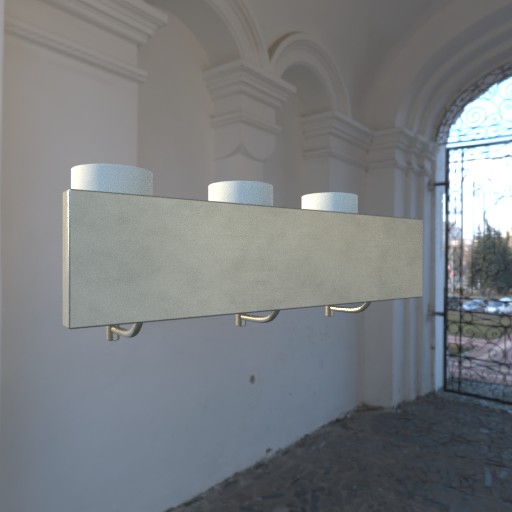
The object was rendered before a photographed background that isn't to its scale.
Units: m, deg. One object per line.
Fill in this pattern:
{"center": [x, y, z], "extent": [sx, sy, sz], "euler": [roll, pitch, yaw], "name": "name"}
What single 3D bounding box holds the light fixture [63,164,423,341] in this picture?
{"center": [0.000, 0.000, 0.521], "extent": [0.451, 0.172, 0.145], "euler": [0, 0, -36], "name": "light fixture"}
